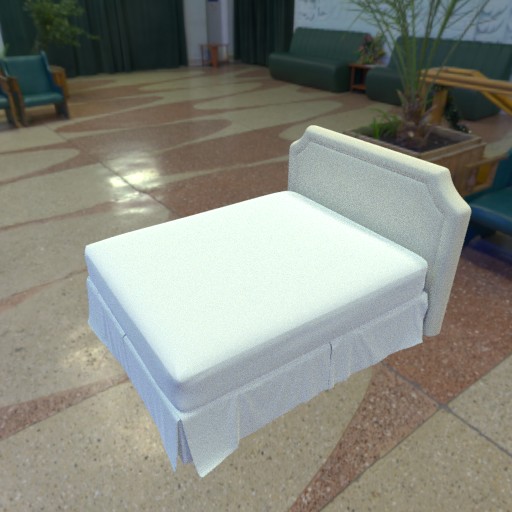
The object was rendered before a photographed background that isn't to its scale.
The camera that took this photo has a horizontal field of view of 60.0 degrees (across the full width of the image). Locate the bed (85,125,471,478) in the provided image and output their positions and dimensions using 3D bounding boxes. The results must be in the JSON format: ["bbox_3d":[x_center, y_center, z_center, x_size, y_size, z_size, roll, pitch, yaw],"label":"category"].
[{"bbox_3d":[0.000,0.000,3.211,2.209,1.296,1.827,-19,36,-29],"label":"bed"}]
